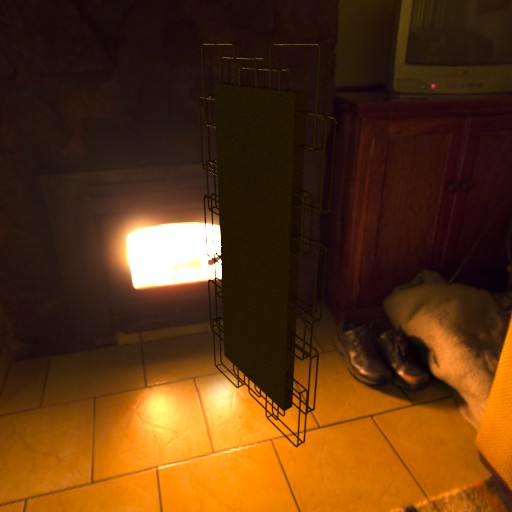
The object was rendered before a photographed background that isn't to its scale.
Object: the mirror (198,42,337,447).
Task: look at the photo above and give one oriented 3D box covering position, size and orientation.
[{"bbox_3d":[0.000,0.000,1.372,0.037,1.192,0.565,-18,31,-32],"label":"mirror"}]
